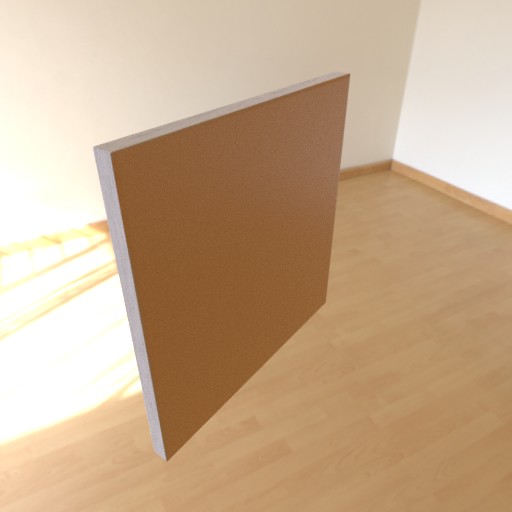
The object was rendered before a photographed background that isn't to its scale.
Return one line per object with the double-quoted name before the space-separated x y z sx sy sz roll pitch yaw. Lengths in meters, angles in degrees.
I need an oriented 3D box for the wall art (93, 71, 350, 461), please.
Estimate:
"wall art" 0.000 0.000 1.891 0.078 1.288 1.287 22 39 31
